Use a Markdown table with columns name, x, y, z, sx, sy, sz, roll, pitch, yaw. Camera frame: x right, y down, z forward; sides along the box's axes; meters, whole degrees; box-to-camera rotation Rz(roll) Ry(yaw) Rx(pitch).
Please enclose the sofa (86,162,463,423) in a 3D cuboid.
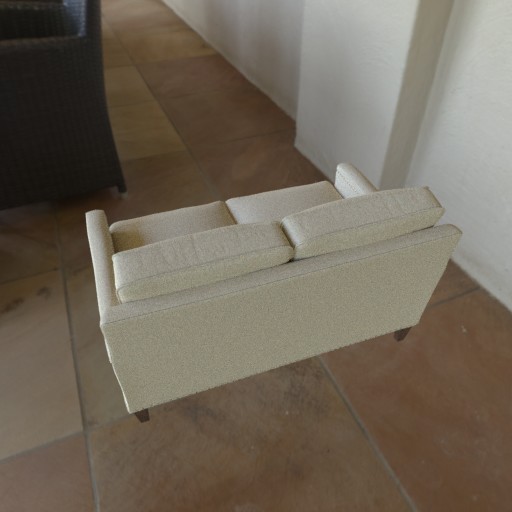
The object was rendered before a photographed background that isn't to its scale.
| name | x | y | z | sx | sy | sz | roll | pitch | yaw |
| --- | --- | --- | --- | --- | --- | --- | --- | --- | --- |
| sofa | 0.000 | 0.000 | 2.295 | 1.597 | 1.003 | 1.084 | -13 | 44 | -15 |
